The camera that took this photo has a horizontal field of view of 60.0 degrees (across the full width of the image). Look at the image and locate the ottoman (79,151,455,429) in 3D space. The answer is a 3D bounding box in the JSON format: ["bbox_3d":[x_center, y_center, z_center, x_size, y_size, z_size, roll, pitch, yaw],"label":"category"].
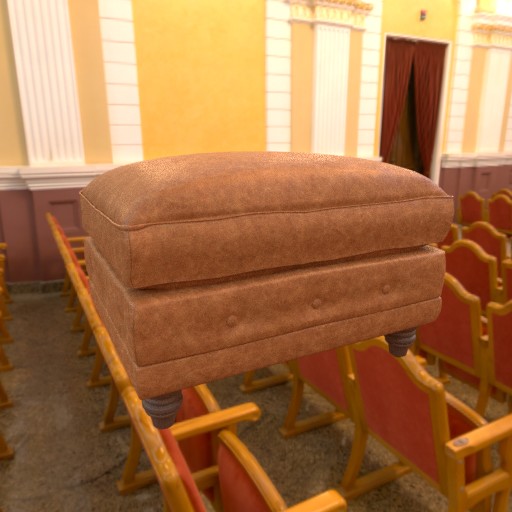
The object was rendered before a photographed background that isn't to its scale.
[{"bbox_3d":[0.000,0.000,1.047,0.710,0.480,0.533,-8,17,-27],"label":"ottoman"}]
